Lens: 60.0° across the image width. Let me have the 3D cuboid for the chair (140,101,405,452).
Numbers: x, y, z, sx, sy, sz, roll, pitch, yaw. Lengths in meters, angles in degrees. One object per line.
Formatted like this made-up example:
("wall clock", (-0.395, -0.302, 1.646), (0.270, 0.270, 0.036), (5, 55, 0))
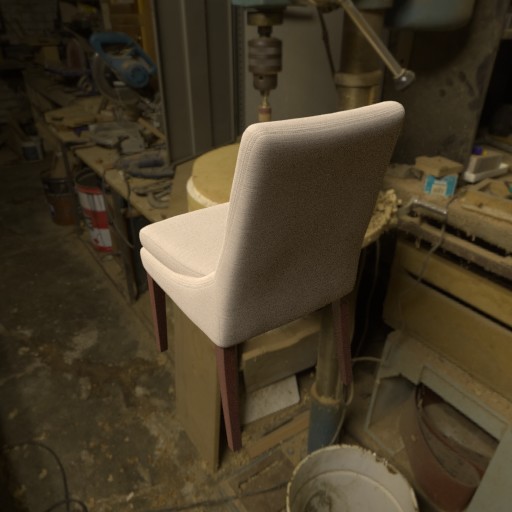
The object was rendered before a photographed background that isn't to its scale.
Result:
("chair", (0.000, 0.000, 1.327), (0.515, 0.940, 0.638), (-19, 35, -29))
